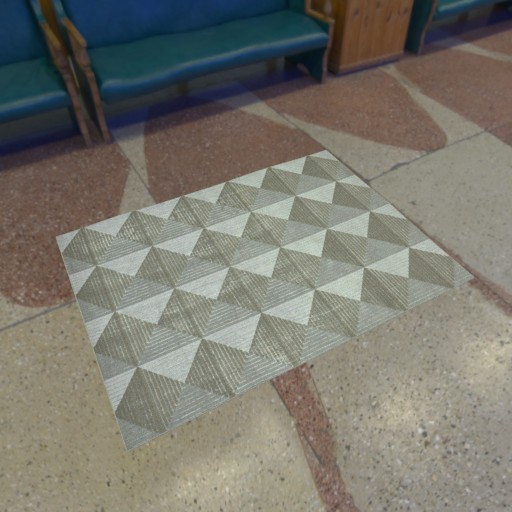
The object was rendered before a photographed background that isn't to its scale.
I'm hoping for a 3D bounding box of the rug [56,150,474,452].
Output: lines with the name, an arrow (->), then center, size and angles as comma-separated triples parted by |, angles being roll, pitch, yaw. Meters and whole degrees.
rug -> 0.000, 0.000, 4.327 | 3.333, 0.027, 2.428 | -21, 50, -19
